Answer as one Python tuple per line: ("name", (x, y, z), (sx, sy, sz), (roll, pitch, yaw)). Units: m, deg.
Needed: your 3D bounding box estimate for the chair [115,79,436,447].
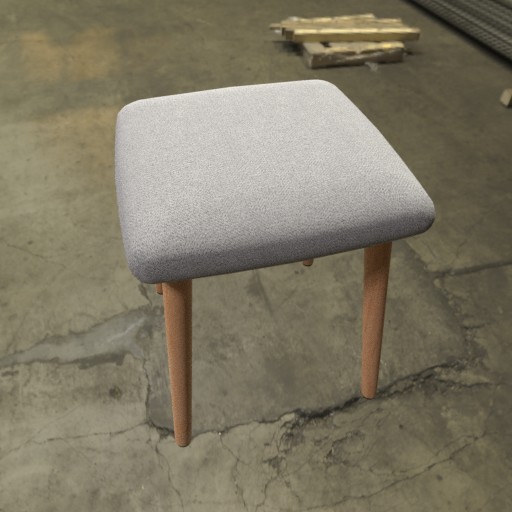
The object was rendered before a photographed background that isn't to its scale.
("chair", (0.000, 0.000, 0.689), (0.350, 0.440, 0.350), (-10, 47, -10))
